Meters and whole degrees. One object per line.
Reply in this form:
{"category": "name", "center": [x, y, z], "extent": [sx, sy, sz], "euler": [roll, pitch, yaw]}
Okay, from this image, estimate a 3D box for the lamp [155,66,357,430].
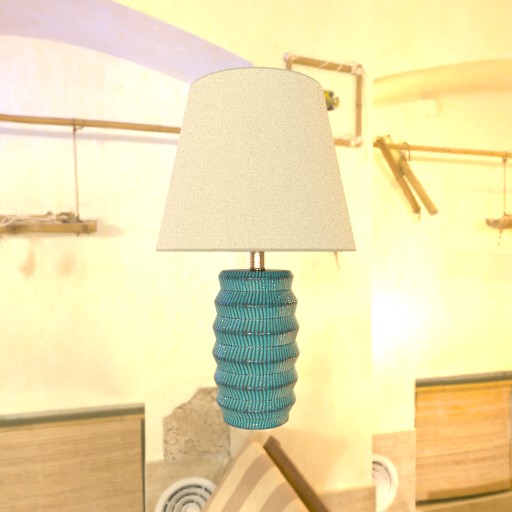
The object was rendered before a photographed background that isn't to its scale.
{"category": "lamp", "center": [0.000, 0.000, 0.799], "extent": [0.355, 0.582, 0.355], "euler": [0, 0, 0]}
